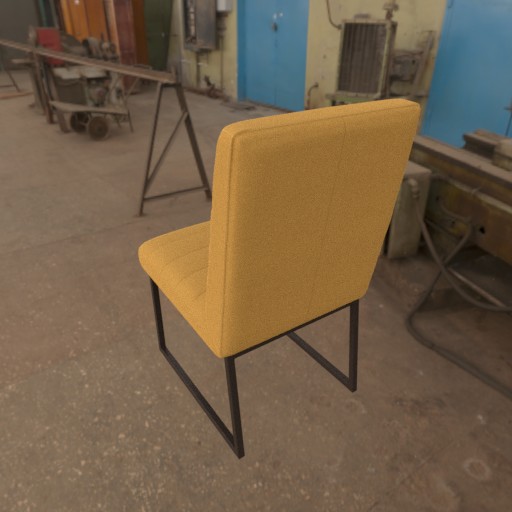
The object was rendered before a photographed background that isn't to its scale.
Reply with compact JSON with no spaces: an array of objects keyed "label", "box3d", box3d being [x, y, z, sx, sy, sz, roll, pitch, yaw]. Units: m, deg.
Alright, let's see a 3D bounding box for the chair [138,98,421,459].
[{"label":"chair","box3d":[0.000,0.000,1.319,0.520,0.930,0.634,-18,34,-29]}]
